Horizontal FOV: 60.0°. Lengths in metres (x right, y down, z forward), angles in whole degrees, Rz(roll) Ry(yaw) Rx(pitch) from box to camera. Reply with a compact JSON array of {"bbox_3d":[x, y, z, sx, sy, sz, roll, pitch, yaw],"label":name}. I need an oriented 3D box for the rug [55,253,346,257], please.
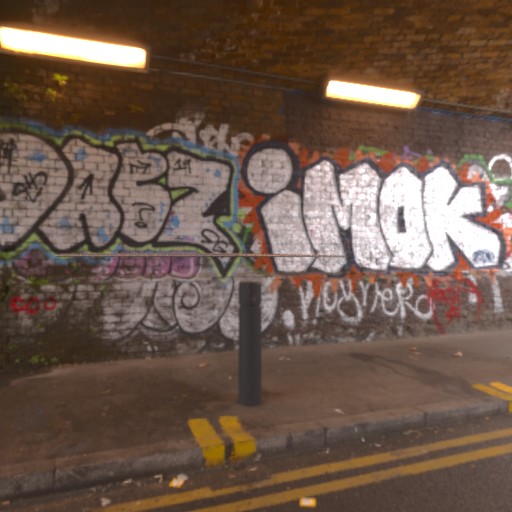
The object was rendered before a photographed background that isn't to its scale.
[{"bbox_3d":[0.000,0.000,2.410,0.662,0.011,2.196,0,0,19],"label":"rug"}]
